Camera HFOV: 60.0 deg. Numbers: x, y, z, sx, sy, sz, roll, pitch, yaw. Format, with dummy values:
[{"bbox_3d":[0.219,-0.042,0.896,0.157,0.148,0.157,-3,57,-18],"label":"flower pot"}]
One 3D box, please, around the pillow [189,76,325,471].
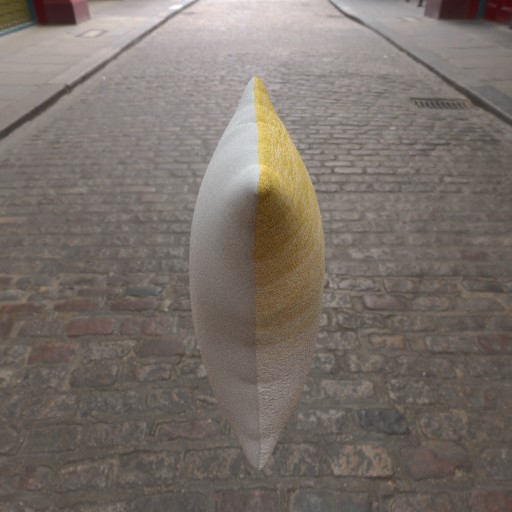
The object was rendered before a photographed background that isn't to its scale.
[{"bbox_3d":[0.000,0.000,0.697,0.211,0.450,0.450,0,34,-1],"label":"pillow"}]
